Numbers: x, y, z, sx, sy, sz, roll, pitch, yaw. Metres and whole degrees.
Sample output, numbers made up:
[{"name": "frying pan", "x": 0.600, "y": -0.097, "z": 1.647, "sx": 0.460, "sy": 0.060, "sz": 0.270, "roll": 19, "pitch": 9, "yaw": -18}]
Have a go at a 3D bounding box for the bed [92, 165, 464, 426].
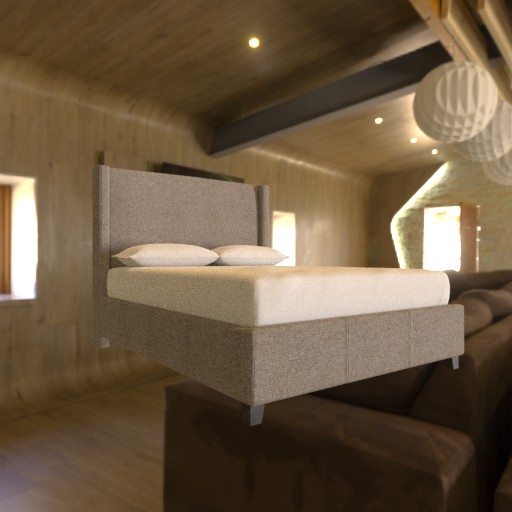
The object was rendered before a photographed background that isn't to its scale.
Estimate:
[{"name": "bed", "x": 0.000, "y": 0.000, "z": 3.269, "sx": 1.714, "sy": 1.476, "sz": 2.245, "roll": 0, "pitch": 0, "yaw": -36}]
